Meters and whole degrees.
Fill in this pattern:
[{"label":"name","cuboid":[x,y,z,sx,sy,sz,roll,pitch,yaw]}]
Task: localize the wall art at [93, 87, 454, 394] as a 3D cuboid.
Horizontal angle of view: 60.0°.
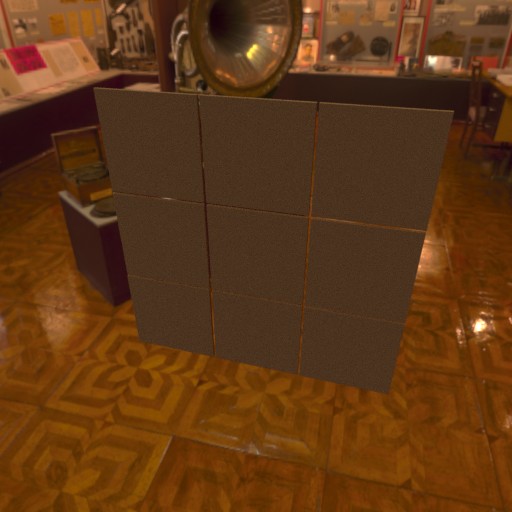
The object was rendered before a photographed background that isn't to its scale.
[{"label":"wall art","cuboid":[0.000,0.000,1.773,1.216,1.216,0.013,9,33,14]}]
